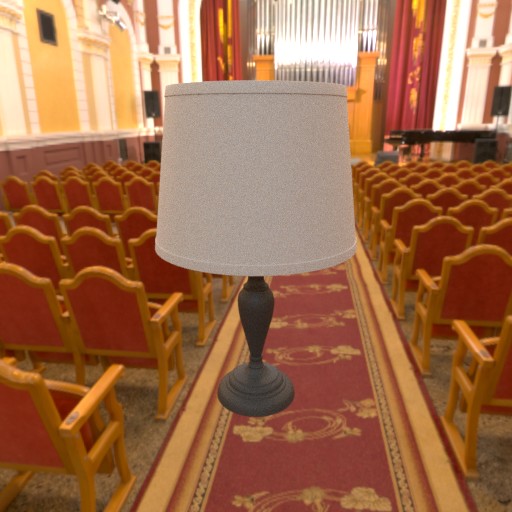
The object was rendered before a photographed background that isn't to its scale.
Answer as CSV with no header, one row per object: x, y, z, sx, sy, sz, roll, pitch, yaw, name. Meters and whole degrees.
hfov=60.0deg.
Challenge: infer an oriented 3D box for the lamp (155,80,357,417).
0.000,0.000,0.703,0.310,0.501,0.310,0,17,0,lamp
